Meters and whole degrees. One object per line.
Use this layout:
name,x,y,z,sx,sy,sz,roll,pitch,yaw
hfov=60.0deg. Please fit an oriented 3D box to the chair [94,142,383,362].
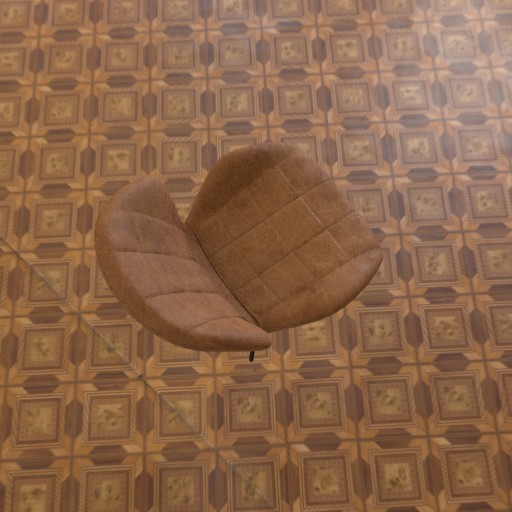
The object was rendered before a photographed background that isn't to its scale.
chair,0.000,0.000,1.276,0.640,0.929,0.527,-34,78,-8
